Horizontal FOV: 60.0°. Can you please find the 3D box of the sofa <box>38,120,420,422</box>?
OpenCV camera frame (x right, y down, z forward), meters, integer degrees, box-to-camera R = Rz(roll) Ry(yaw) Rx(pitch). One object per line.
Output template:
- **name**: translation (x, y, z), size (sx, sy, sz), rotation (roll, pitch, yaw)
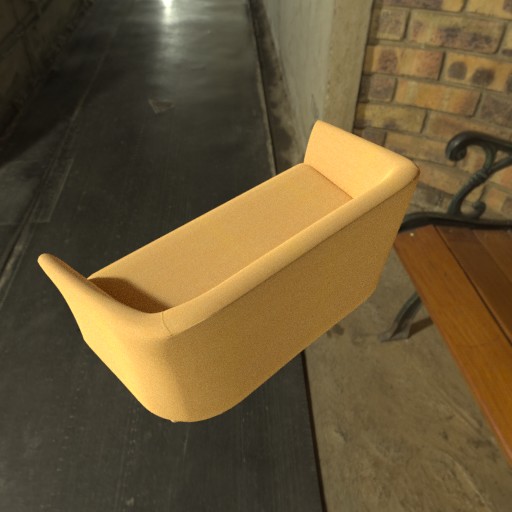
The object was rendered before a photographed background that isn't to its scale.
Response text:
- **sofa**: translation (0.000, 0.000, 1.862), size (1.452, 0.721, 0.705), rotation (-32, 54, -27)
